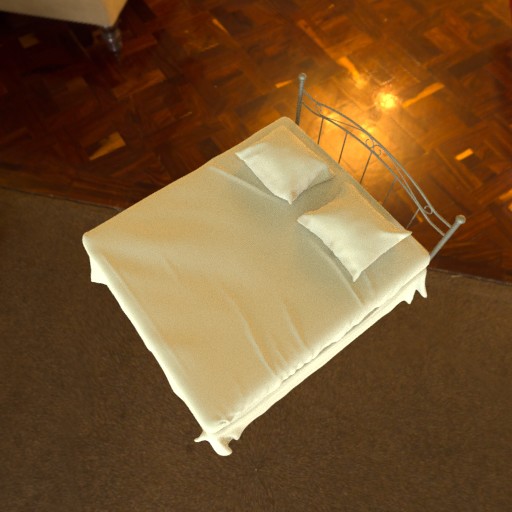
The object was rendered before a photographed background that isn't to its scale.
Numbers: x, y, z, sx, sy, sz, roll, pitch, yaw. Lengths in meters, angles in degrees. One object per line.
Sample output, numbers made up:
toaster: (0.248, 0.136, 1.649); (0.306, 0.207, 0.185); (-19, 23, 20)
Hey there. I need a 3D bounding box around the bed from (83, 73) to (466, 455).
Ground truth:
bed: (0.000, 0.000, 3.298); (2.215, 1.080, 1.936); (-34, 69, -15)
